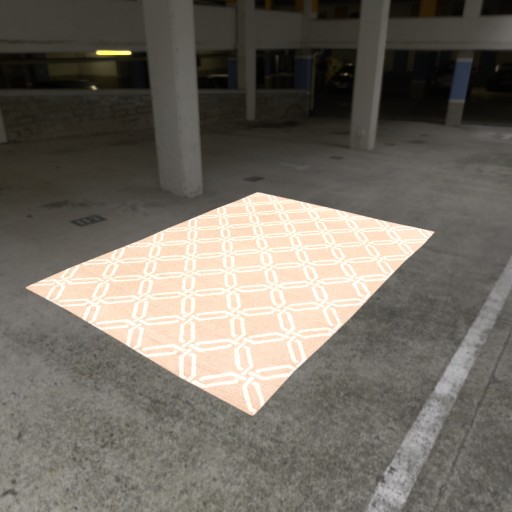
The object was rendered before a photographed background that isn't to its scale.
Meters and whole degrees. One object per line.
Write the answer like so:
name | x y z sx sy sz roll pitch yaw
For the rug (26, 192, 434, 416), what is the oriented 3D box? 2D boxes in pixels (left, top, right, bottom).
rug | 0.000 0.000 4.329 2.452 0.020 3.365 18 31 32
